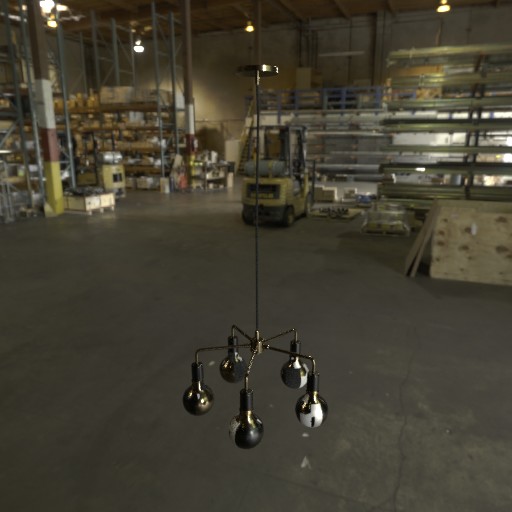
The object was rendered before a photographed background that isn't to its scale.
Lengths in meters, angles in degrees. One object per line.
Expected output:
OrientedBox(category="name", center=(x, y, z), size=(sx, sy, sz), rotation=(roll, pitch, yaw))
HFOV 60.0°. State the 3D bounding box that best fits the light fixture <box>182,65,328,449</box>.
OrientedBox(category="light fixture", center=(0.000, 0.000, 1.247), size=(0.438, 0.988, 0.421), rotation=(2, 14, 9))
